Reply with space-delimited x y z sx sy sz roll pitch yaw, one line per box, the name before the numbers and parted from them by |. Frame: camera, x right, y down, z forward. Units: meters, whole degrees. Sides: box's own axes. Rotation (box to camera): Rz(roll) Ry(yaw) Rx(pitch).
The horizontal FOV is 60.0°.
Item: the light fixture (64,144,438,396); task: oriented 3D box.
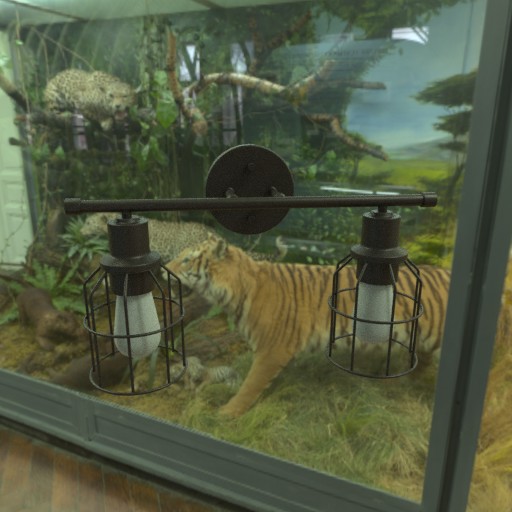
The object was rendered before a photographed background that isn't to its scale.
light fixture | 0.000 0.000 0.532 0.406 0.254 0.165 -2 16 -6
